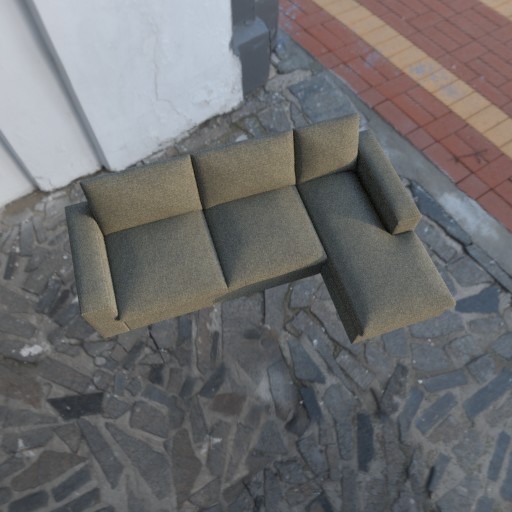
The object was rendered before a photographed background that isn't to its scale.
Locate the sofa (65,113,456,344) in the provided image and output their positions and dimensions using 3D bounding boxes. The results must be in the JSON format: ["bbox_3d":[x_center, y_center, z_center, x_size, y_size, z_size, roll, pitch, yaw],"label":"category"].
[{"bbox_3d":[0.000,0.000,3.515,2.718,0.940,1.689,-16,63,-8],"label":"sofa"}]
